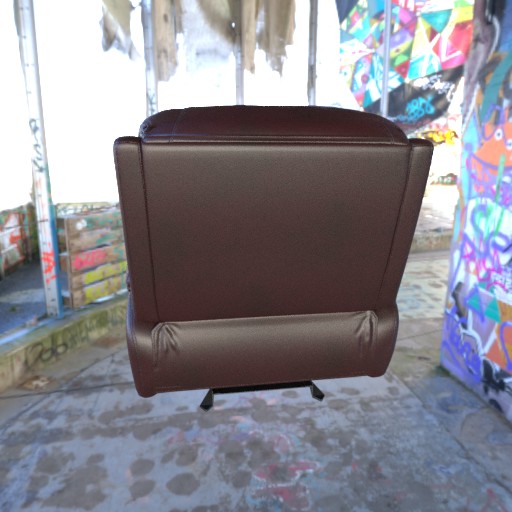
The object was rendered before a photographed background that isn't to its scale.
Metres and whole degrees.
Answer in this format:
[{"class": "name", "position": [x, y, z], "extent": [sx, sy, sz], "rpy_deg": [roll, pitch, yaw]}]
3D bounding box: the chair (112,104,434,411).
[{"class": "chair", "position": [0.000, 0.000, 1.664], "extent": [0.930, 1.011, 0.899], "rpy_deg": [-2, 12, -9]}]
